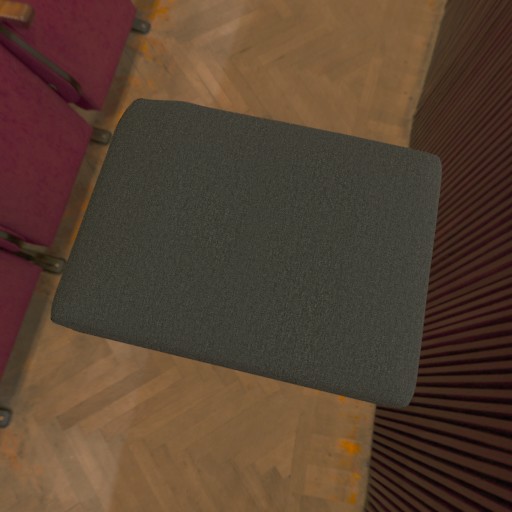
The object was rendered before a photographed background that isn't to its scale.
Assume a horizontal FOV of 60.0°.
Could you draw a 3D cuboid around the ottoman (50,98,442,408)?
[{"bbox_3d":[0.000,0.000,1.239,0.835,0.503,0.629,13,74,4],"label":"ottoman"}]
